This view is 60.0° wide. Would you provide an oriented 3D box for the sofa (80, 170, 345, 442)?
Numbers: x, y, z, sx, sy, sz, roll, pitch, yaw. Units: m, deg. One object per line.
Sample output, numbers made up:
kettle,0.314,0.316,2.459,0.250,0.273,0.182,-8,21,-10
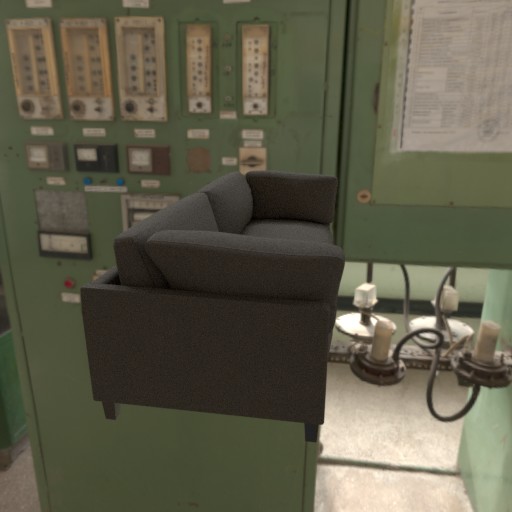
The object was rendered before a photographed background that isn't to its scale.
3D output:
sofa,0.000,0.000,2.688,0.969,0.792,2.312,3,18,9
